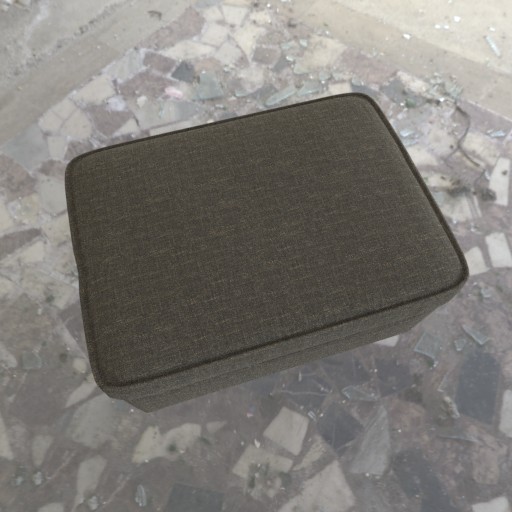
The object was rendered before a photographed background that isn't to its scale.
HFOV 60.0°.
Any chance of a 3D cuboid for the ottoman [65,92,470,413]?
[{"bbox_3d":[0.000,0.000,1.075,0.749,0.450,0.549,-15,64,-7],"label":"ottoman"}]
